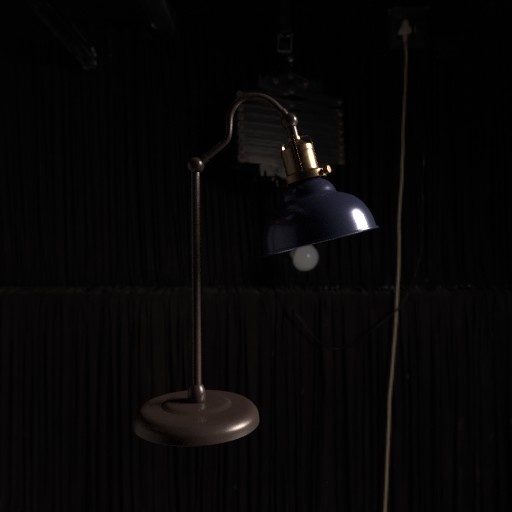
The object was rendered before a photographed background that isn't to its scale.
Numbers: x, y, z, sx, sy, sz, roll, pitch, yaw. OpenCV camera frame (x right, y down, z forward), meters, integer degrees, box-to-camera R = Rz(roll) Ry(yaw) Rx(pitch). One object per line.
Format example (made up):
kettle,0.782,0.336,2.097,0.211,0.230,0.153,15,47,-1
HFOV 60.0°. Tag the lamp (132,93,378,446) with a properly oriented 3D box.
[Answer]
lamp,0.000,0.000,0.688,0.374,0.508,0.192,0,-1,0
